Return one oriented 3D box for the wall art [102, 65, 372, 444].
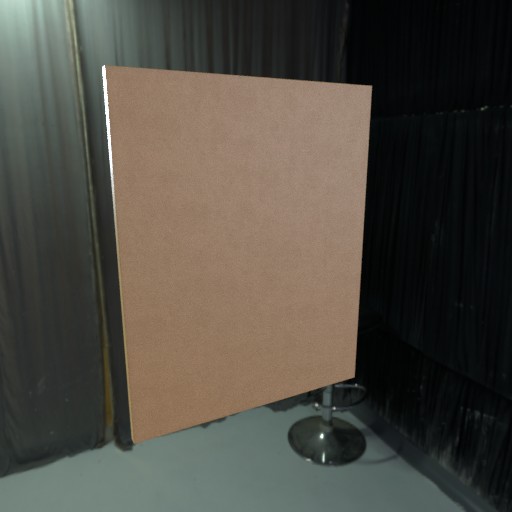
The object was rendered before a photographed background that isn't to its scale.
[{"bbox_3d":[0.000,0.000,1.329,0.798,1.002,0.030,-7,16,-27],"label":"wall art"}]
